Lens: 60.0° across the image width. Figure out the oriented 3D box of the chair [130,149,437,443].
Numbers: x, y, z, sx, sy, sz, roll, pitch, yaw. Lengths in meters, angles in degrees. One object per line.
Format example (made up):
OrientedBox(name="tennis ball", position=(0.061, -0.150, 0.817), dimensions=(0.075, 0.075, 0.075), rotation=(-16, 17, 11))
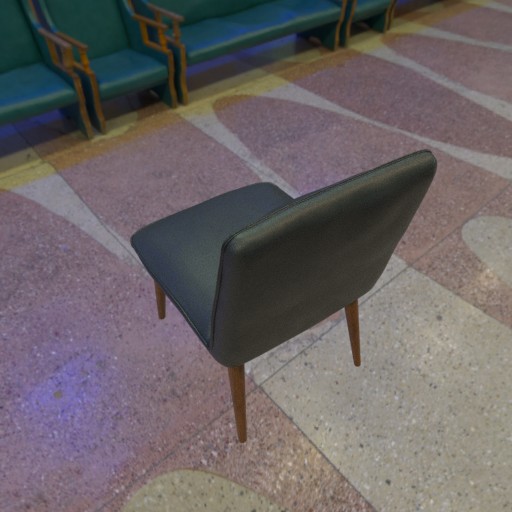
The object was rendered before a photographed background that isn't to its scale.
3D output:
OrientedBox(name="chair", position=(0.000, 0.000, 1.216), dimensions=(0.543, 0.801, 0.645), rotation=(-29, 52, -26))
